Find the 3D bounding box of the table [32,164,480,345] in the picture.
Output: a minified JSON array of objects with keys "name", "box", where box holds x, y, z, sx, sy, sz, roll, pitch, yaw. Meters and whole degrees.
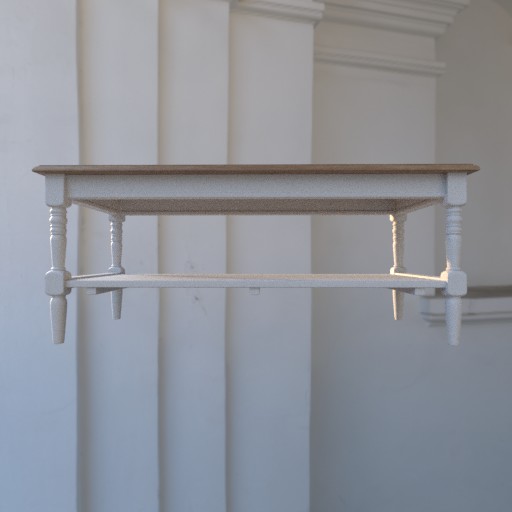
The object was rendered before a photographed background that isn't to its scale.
[{"name":"table","box":[0.000,0.000,1.382,1.118,0.458,0.559,0,0,1]}]
